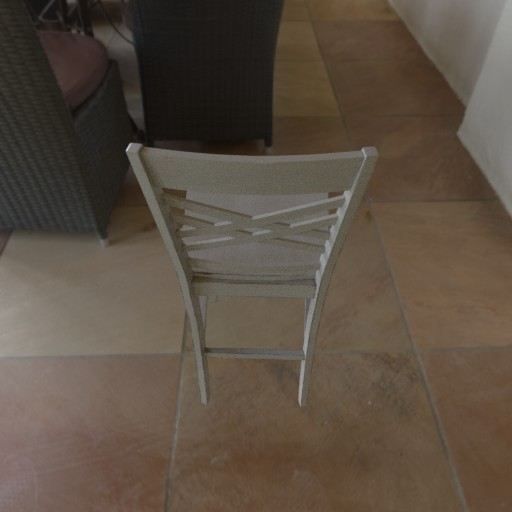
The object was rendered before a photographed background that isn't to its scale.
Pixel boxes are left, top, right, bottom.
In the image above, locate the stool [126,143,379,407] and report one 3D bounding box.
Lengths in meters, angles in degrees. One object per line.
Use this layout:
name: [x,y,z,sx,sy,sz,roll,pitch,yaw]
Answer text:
stool: [0.000,0.000,1.368,0.462,1.079,0.539,1,46,1]
